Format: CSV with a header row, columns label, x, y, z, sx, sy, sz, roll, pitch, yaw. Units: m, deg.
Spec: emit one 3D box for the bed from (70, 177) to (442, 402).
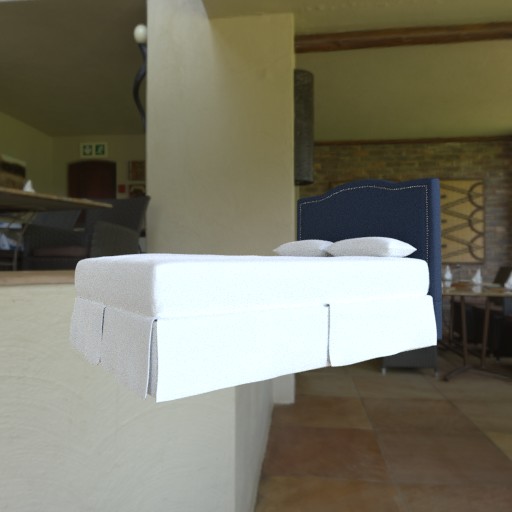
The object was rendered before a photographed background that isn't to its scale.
label,x,y,z,sx,sy,sz,roll,pitch,yaw
bed,0.000,0.000,3.535,2.507,1.441,1.741,0,0,-35
